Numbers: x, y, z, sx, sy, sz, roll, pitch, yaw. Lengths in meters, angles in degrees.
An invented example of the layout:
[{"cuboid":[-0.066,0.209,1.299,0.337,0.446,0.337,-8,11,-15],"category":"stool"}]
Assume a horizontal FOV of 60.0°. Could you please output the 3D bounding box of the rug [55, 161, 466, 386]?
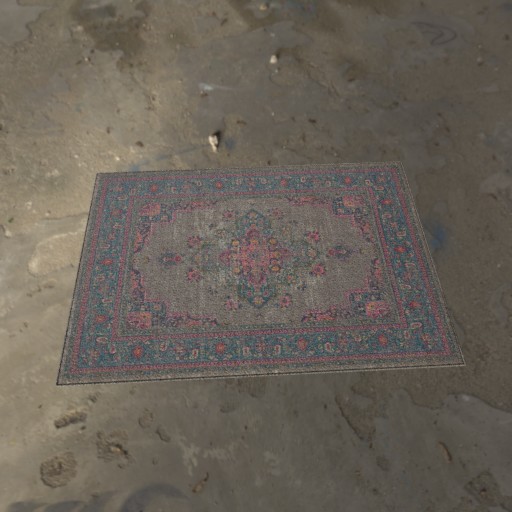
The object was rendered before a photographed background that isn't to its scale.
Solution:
[{"cuboid":[0.000,0.000,3.650,2.890,0.013,2.005,-2,57,-2],"category":"rug"}]
